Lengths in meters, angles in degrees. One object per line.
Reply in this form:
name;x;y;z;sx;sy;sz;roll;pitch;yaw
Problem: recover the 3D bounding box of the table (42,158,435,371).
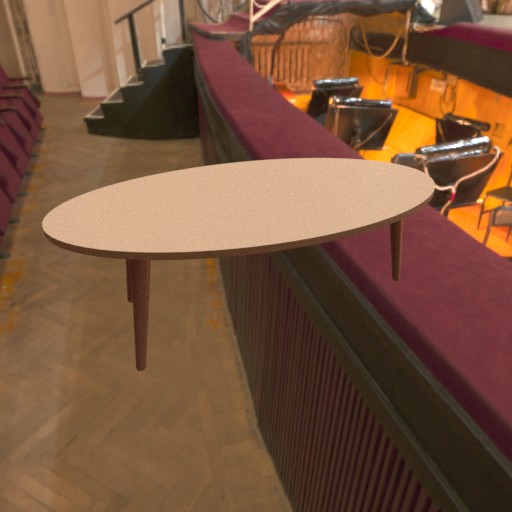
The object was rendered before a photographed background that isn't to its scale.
table;0.000;0.000;1.311;1.083;0.390;0.542;-10;33;-15
